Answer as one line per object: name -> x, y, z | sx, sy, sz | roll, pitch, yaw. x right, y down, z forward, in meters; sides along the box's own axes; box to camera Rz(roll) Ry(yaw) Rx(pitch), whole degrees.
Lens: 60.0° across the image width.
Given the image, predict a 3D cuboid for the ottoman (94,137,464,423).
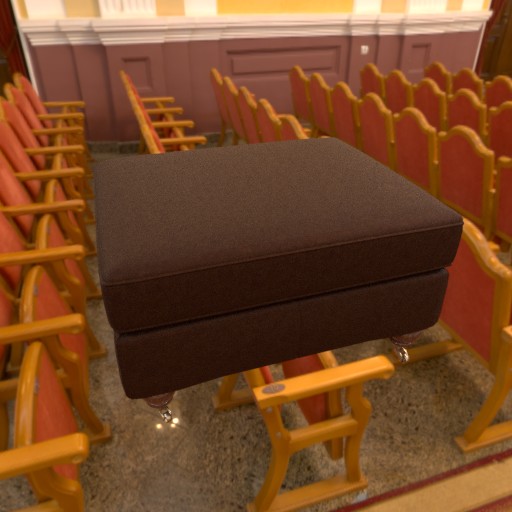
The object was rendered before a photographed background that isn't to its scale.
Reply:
ottoman -> 0.000, 0.000, 1.859 | 1.187, 0.730, 0.967 | -10, 33, -15
